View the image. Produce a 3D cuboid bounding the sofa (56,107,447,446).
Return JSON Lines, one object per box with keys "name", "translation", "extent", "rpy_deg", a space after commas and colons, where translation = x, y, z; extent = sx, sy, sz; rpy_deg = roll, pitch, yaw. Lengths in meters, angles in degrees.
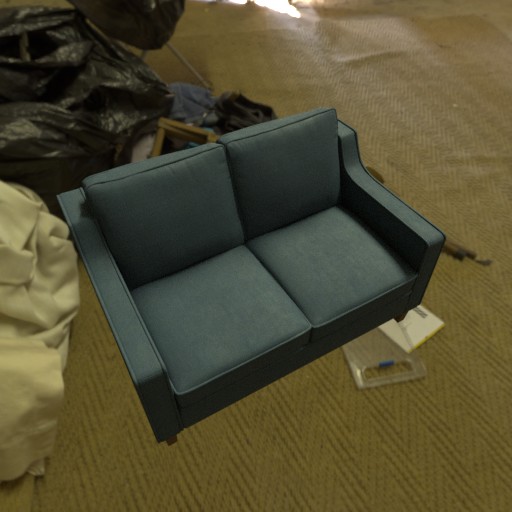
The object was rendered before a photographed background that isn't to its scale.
{"name": "sofa", "translation": [0.000, 0.000, 2.174], "extent": [1.501, 0.971, 0.987], "rpy_deg": [-22, 50, -20]}
